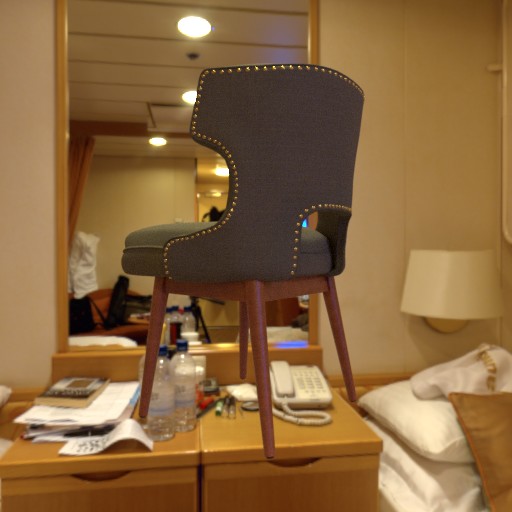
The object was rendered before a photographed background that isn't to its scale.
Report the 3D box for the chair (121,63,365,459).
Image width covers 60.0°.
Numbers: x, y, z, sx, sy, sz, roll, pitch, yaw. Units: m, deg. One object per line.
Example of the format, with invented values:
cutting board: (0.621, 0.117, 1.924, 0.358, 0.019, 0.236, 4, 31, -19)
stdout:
chair: (0.000, 0.000, 1.239, 0.581, 0.863, 0.595, 0, 0, 35)
